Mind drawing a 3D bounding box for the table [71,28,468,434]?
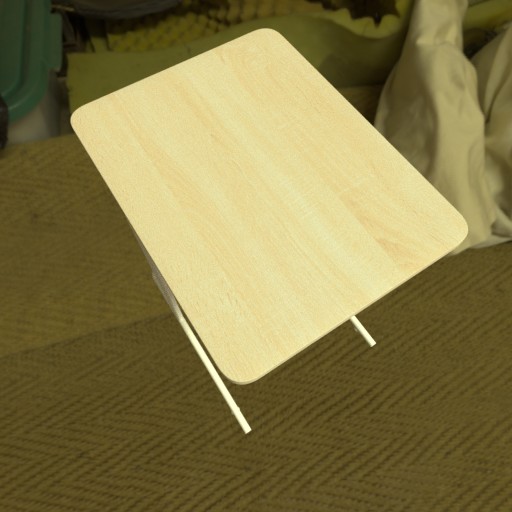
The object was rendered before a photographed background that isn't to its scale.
[{"bbox_3d":[0.000,0.000,0.862,0.370,0.550,0.480,-30,67,-14],"label":"table"}]
